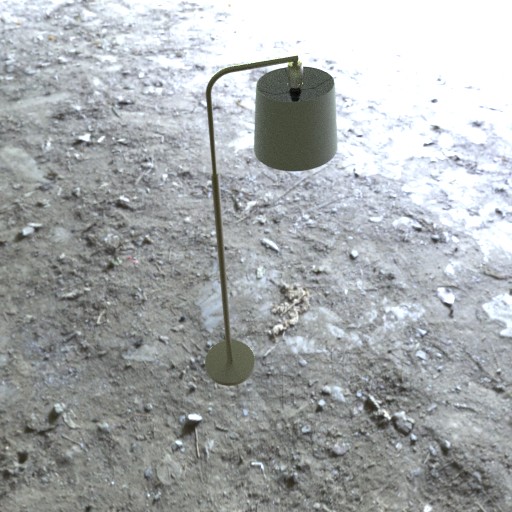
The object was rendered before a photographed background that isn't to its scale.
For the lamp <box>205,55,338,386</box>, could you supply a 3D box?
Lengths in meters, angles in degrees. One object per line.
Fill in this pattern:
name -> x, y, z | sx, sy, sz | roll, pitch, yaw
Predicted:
lamp -> 0.000, 0.000, 1.686 | 0.508, 1.478, 0.254 | -9, 47, -9
